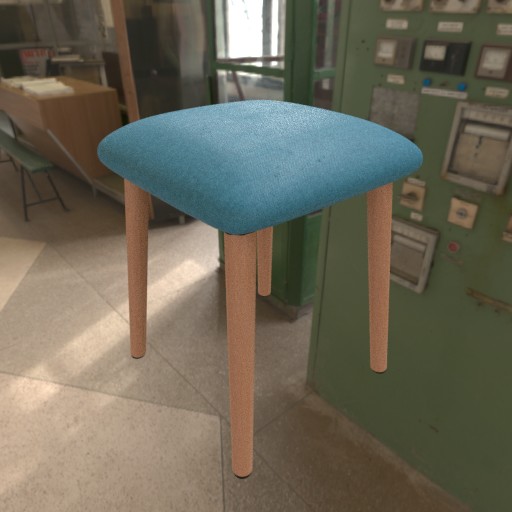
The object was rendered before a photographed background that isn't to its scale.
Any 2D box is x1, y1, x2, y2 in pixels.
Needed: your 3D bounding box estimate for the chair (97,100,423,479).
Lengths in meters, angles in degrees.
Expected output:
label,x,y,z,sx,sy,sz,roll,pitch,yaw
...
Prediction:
label,x,y,z,sx,sy,sz,roll,pitch,yaw
chair,0.000,0.000,0.715,0.360,0.450,0.360,-22,36,-34
